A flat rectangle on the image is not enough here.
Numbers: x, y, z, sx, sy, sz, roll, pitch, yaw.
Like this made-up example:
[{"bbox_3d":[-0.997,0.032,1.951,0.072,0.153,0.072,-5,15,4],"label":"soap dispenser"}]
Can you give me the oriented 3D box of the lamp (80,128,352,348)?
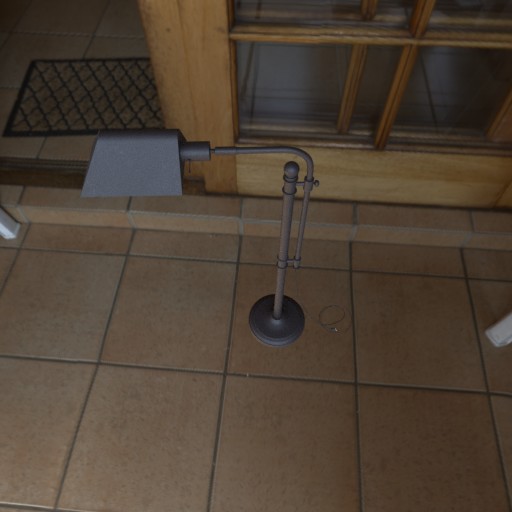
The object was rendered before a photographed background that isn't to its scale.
[{"bbox_3d":[0.000,0.000,0.956,0.545,0.708,0.159,-1,58,-1],"label":"lamp"}]
